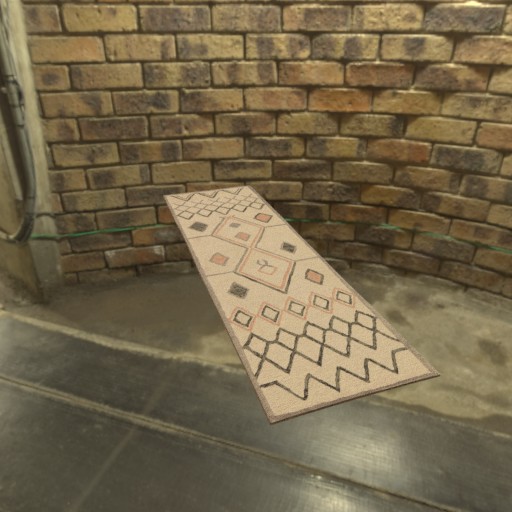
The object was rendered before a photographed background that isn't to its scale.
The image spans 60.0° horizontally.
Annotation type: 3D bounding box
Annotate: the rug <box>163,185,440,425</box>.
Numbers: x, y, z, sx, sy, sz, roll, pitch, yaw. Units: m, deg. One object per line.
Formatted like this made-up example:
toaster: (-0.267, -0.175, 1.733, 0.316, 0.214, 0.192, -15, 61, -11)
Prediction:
rug: (0.000, 0.000, 2.714, 0.750, 0.011, 2.435, -10, 30, -17)
